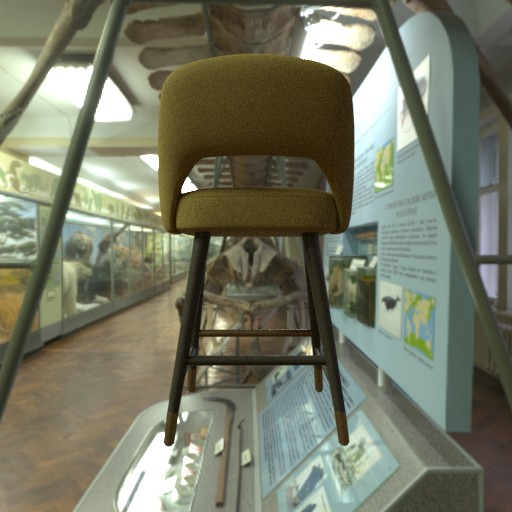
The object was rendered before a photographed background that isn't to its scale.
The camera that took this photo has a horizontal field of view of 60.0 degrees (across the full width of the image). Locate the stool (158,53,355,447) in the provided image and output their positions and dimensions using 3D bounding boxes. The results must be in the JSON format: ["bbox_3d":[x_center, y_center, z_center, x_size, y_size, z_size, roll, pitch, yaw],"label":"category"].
[{"bbox_3d":[0.000,0.000,1.270,0.536,0.939,0.522,0,1,-1],"label":"stool"}]
